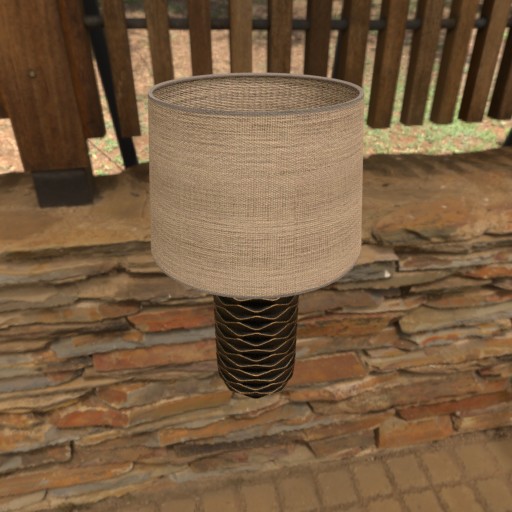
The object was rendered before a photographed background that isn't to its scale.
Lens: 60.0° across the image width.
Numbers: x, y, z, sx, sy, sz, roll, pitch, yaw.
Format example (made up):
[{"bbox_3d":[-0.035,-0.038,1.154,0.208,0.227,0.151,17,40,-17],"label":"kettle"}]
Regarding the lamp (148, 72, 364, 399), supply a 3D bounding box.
[{"bbox_3d":[0.000,0.000,0.827,0.376,0.594,0.376,0,30,0],"label":"lamp"}]
